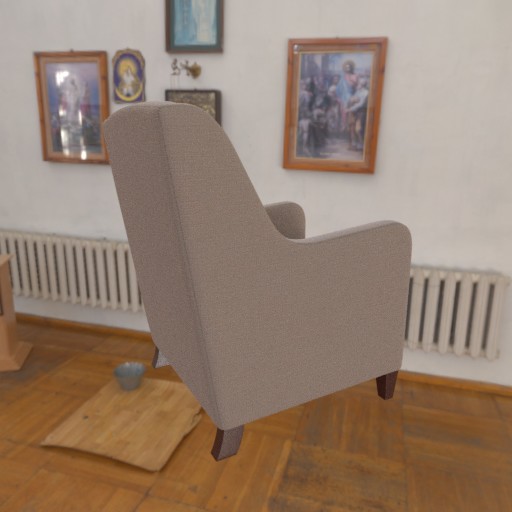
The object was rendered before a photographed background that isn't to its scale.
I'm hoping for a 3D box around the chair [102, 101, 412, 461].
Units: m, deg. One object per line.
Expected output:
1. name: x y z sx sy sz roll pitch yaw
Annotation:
1. chair: 0.000 0.000 1.613 0.896 1.017 0.715 -7 15 -28
